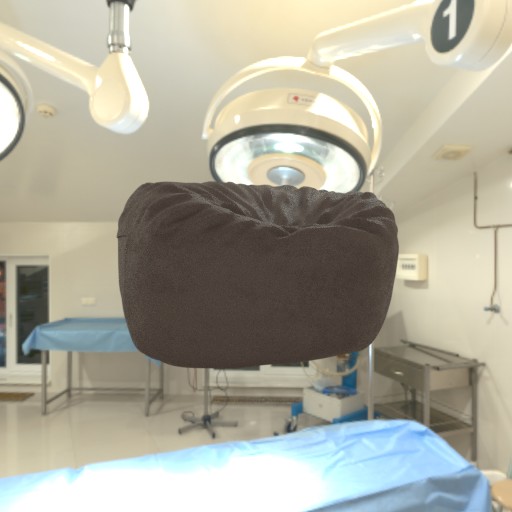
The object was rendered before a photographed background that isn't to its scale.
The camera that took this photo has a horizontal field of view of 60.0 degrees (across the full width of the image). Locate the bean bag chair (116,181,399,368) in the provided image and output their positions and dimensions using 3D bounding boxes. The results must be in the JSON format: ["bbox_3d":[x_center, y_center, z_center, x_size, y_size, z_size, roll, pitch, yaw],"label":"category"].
[{"bbox_3d":[0.000,0.000,2.060,1.245,0.821,1.245,0,0,0],"label":"bean bag chair"}]
